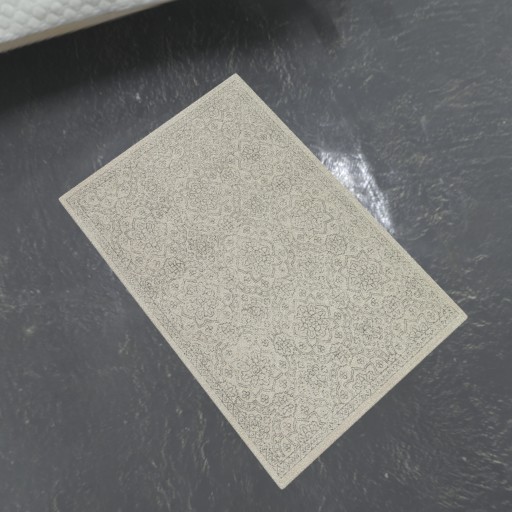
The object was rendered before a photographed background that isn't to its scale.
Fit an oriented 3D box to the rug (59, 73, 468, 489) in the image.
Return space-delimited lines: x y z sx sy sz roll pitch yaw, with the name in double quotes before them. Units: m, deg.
"rug" 0.000 0.000 2.846 1.524 0.011 2.286 -39 78 -9
